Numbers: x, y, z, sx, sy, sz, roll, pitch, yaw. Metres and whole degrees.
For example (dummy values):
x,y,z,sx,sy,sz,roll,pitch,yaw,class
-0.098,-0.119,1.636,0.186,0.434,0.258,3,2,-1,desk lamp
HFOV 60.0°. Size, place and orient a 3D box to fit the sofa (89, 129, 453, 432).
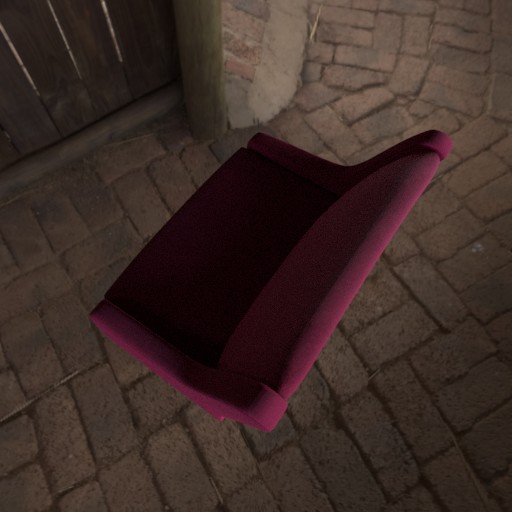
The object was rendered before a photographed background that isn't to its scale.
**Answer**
x,y,z,sx,sy,sz,roll,pitch,yaw,class
0.000,0.000,1.932,0.946,0.976,1.242,32,66,16,sofa
